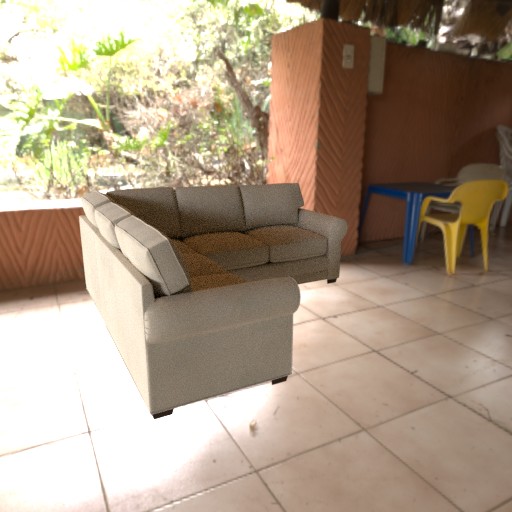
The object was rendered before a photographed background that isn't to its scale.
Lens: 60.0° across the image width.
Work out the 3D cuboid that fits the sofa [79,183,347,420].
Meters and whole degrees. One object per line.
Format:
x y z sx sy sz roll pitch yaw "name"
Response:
0.000 0.000 3.879 2.569 1.054 2.487 -8 17 -27 "sofa"
